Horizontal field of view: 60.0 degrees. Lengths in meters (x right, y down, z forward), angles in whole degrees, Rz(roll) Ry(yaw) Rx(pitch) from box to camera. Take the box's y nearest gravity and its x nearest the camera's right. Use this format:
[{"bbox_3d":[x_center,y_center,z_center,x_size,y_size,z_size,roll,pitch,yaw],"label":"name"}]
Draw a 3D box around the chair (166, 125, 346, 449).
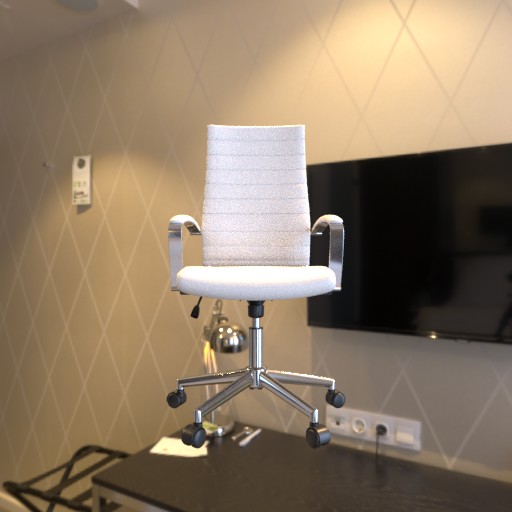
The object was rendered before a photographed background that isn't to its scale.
[{"bbox_3d":[0.000,0.000,1.640,0.679,1.149,0.679,0,0,0],"label":"chair"}]
